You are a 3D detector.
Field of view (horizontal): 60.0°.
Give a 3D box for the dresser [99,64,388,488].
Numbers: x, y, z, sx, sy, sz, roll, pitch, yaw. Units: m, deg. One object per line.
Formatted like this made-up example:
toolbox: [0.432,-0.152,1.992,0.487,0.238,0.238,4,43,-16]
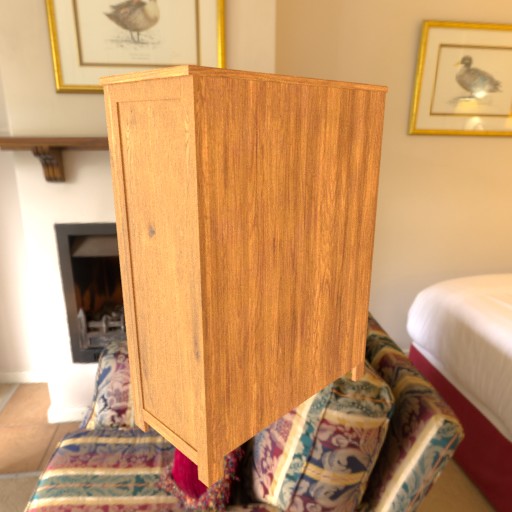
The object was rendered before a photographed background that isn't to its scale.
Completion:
dresser: [0.000,0.000,1.957,0.558,1.431,1.081,16,23,42]
